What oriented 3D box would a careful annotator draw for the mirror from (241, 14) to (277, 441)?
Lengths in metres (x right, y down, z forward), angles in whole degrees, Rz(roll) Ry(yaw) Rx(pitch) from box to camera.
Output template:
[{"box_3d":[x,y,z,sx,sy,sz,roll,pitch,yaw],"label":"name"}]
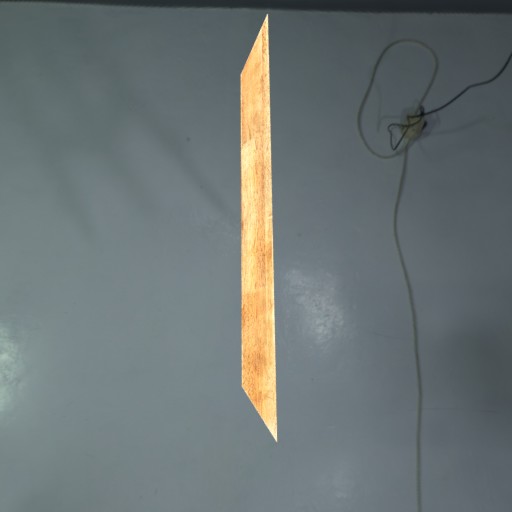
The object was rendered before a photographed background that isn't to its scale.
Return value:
[{"box_3d":[0.000,0.000,0.957,0.047,0.651,0.651,-1,76,0],"label":"mirror"}]
